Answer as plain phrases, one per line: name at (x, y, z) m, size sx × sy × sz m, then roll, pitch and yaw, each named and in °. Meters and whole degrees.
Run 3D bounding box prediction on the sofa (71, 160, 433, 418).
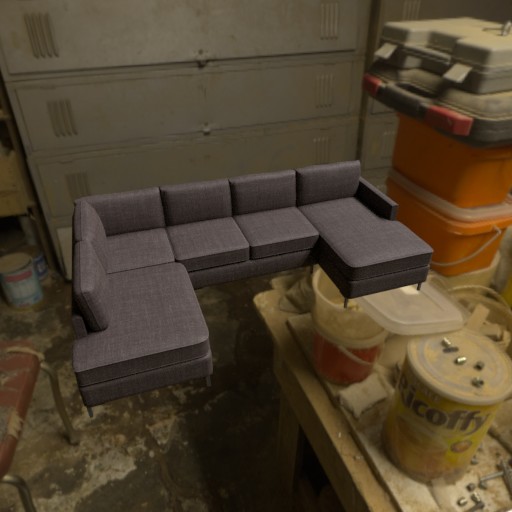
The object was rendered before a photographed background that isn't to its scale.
sofa at (0.000, 0.000, 4.371) m, size 3.423 × 0.999 × 2.048 m, roll -11°, pitch 35°, yaw -16°
